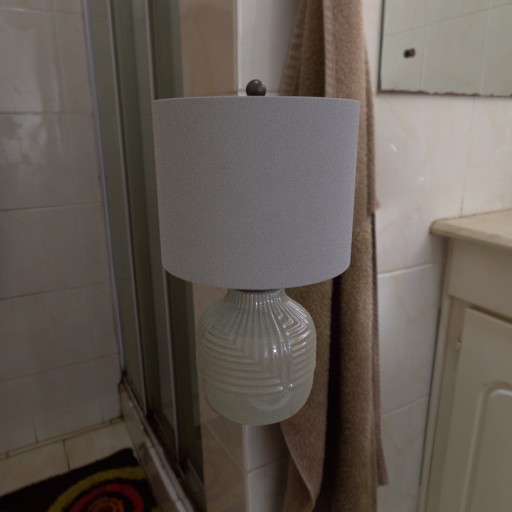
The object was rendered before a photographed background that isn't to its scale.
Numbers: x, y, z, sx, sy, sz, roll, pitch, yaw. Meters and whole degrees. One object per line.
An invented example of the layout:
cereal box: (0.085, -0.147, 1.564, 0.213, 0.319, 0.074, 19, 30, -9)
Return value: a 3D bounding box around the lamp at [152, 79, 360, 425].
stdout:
lamp: (0.000, 0.000, 0.763, 0.318, 0.567, 0.318, 0, 16, 0)
